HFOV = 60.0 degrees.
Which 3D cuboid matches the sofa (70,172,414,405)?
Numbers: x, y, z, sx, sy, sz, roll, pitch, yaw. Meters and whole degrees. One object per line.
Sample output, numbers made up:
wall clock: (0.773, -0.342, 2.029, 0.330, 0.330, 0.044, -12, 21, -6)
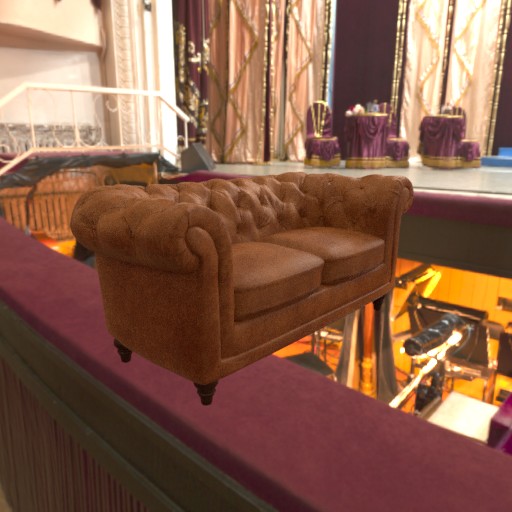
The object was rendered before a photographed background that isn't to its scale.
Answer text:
sofa: (0.000, 0.000, 2.568, 1.042, 0.877, 1.979, 13, 19, 41)
